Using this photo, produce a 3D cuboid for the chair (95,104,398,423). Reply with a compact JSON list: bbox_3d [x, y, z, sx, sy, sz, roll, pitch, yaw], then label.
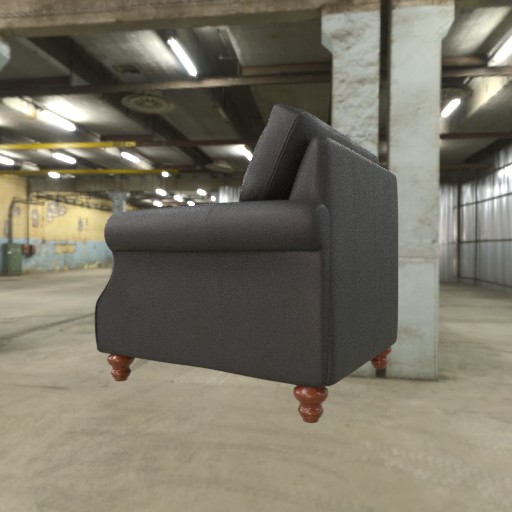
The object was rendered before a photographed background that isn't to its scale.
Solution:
[{"bbox_3d":[0.000,0.000,1.813,1.027,0.960,1.015,0,0,37],"label":"chair"}]
